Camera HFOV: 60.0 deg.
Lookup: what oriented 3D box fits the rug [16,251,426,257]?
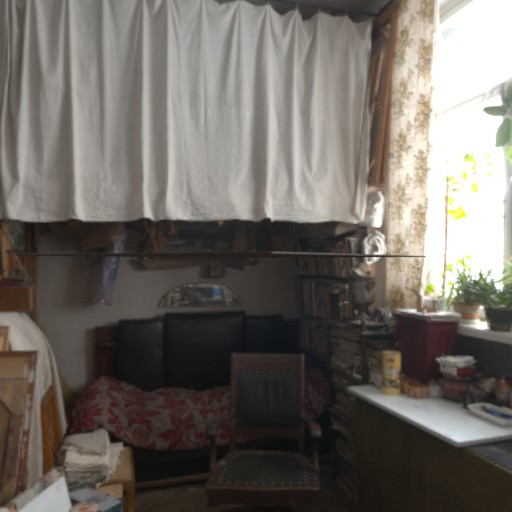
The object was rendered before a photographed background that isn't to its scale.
[{"bbox_3d":[0.000,0.000,2.853,1.600,0.008,2.235,0,-1,33],"label":"rug"}]
